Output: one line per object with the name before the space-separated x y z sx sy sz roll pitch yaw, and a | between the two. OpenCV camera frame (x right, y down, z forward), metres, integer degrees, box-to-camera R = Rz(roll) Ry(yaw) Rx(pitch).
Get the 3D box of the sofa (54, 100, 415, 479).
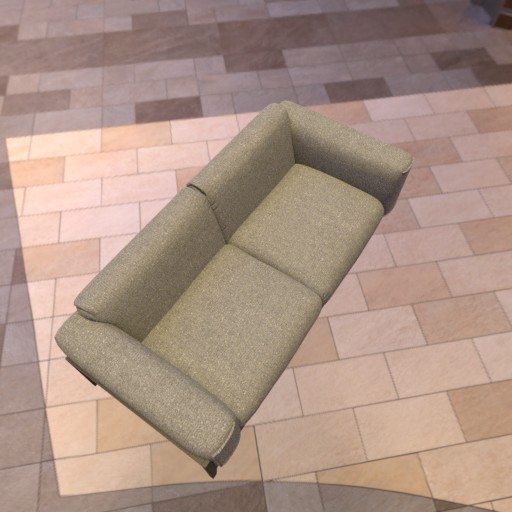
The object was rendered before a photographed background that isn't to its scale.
sofa | 0.000 0.000 2.585 0.985 0.703 2.125 30 63 17
